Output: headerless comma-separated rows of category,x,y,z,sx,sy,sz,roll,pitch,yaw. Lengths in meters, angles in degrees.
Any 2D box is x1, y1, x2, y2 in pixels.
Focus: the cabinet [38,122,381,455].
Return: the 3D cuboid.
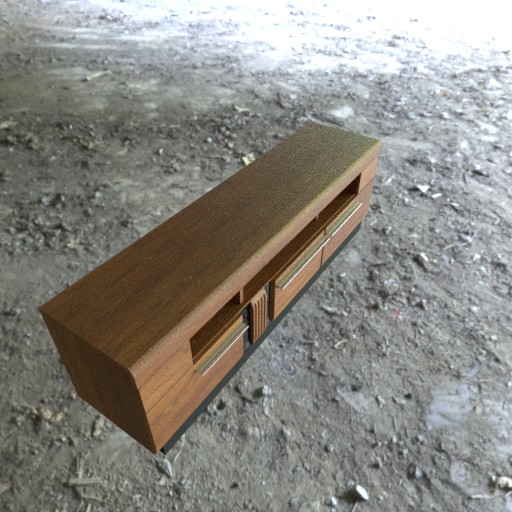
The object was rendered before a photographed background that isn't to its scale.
cabinet,0.000,0.000,1.854,0.419,0.510,1.600,24,45,26
